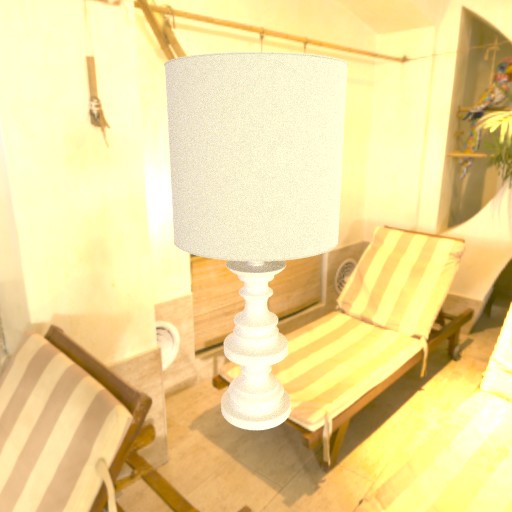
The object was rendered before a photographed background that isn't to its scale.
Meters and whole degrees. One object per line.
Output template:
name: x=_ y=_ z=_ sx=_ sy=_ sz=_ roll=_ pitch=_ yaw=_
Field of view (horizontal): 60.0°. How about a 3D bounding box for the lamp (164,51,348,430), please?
lamp: x=0.000 y=0.000 z=0.575 sx=0.208 sy=0.455 sz=0.208 roll=15 pitch=22 yaw=42
